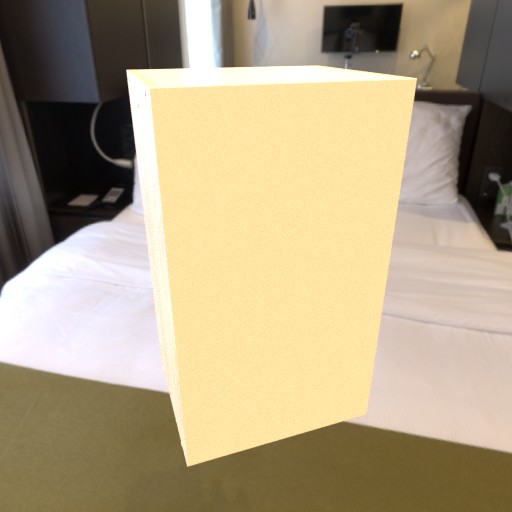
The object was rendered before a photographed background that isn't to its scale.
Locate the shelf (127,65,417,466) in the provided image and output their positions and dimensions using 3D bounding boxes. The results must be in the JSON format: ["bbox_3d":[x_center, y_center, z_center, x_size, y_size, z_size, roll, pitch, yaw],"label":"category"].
[{"bbox_3d":[0.000,0.000,0.787,0.350,0.600,0.290,-9,28,-17],"label":"shelf"}]
